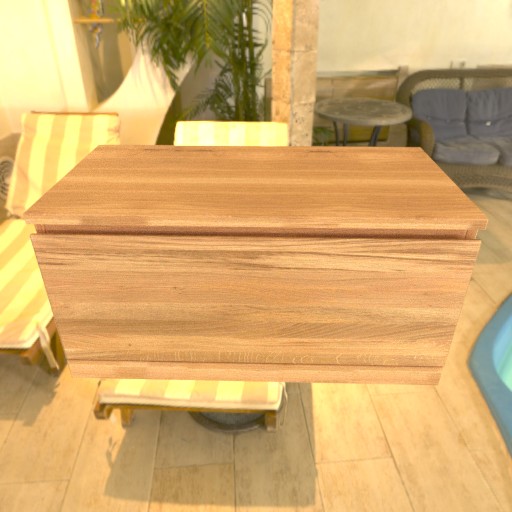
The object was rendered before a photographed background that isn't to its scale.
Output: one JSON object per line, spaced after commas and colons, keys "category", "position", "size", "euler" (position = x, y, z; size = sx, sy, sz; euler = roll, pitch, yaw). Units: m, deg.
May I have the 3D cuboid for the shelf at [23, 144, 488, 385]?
{"category": "shelf", "position": [0.000, 0.000, 1.033], "size": [0.800, 0.400, 0.400], "euler": [1, 31, 1]}
